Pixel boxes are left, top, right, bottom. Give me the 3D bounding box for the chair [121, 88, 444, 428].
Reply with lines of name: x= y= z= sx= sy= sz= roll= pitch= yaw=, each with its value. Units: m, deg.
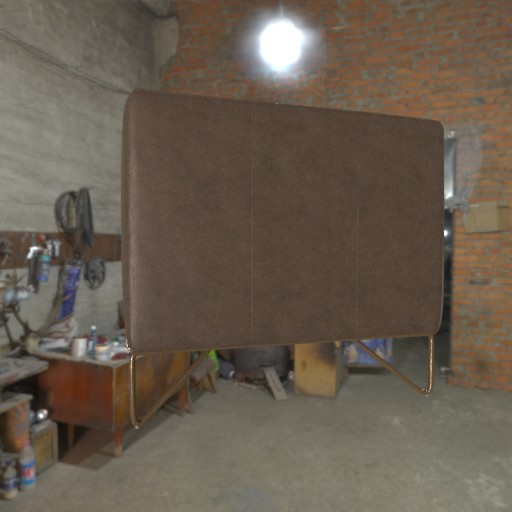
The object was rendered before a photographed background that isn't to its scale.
chair: x=0.000 y=0.000 z=1.540 sx=0.894 sy=0.790 sz=0.880 roll=0 pitch=1 yaw=-17
